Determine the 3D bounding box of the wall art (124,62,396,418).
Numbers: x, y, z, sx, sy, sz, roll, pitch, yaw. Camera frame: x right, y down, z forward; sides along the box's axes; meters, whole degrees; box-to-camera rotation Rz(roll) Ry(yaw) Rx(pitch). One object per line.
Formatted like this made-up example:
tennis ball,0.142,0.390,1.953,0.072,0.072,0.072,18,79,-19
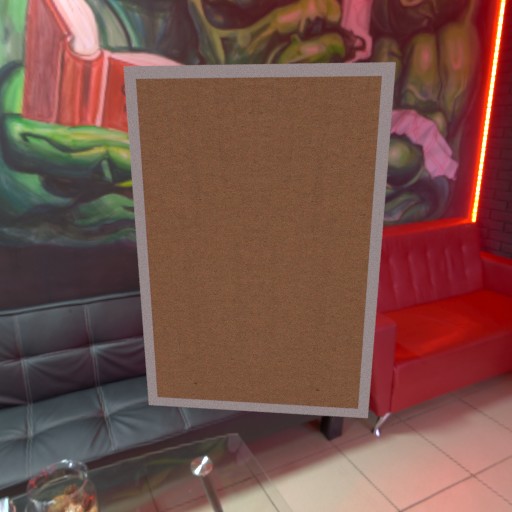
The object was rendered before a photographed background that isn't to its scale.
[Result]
wall art,0.000,0.000,1.208,0.660,0.965,0.015,2,16,5
